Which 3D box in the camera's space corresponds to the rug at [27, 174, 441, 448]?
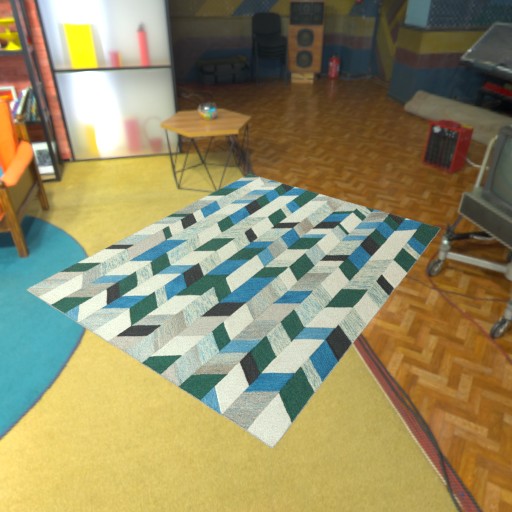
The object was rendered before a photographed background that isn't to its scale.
[{"bbox_3d":[0.000,0.000,4.048,2.440,0.008,3.036,22,39,30],"label":"rug"}]
